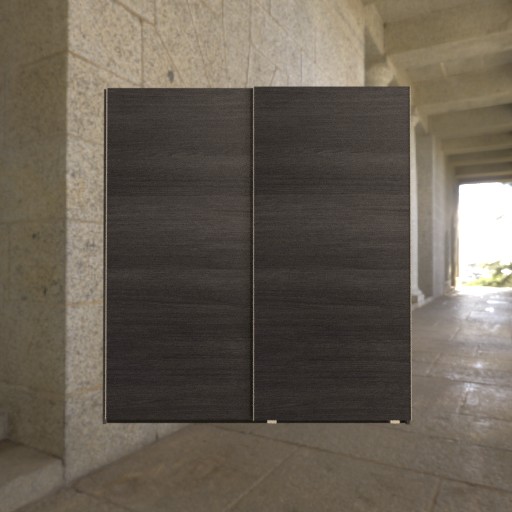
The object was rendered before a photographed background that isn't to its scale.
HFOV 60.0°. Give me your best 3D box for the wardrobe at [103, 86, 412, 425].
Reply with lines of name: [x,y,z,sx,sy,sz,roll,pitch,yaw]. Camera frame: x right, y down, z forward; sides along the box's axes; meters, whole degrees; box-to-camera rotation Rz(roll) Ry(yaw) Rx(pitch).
wardrobe: [0.000,0.000,2.855,1.780,1.960,0.629,0,-1,0]
